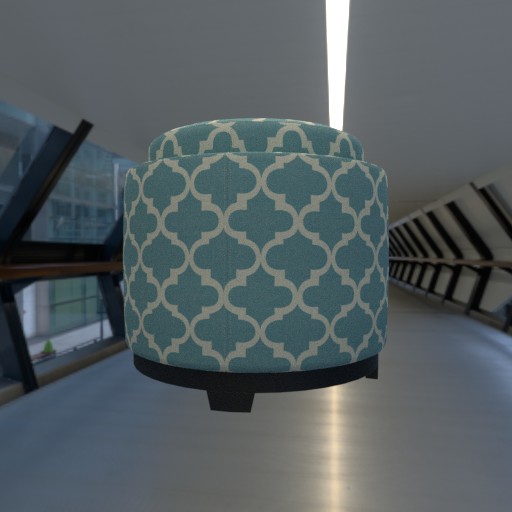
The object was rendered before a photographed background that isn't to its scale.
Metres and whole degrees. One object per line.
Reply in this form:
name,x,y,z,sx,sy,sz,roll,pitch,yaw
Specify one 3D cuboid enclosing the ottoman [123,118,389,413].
ottoman,0.000,0.000,0.836,0.480,0.429,0.480,0,1,0
